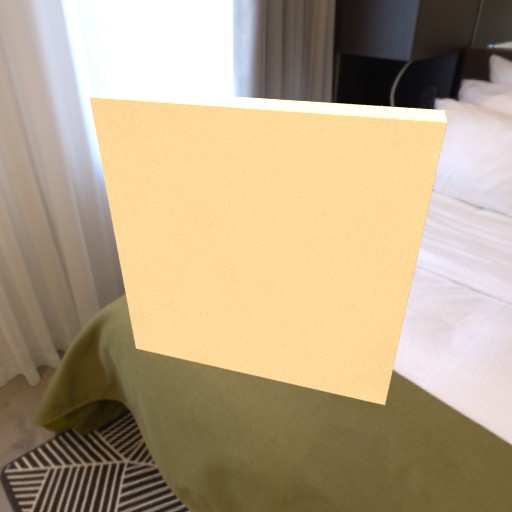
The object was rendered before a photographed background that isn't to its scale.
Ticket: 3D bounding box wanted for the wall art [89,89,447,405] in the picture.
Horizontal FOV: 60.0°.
[{"bbox_3d":[0.000,0.000,0.457,0.305,0.305,0.038,9,32,14],"label":"wall art"}]
